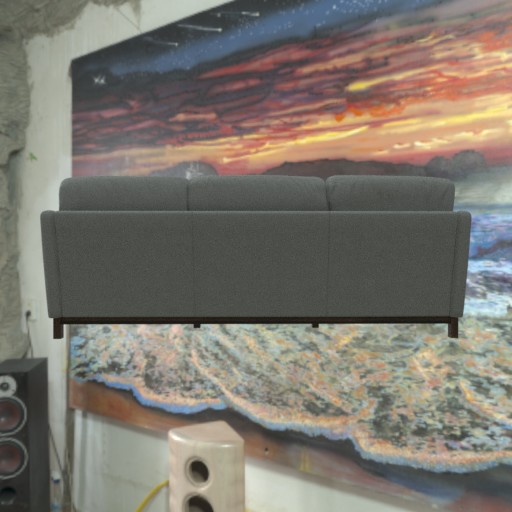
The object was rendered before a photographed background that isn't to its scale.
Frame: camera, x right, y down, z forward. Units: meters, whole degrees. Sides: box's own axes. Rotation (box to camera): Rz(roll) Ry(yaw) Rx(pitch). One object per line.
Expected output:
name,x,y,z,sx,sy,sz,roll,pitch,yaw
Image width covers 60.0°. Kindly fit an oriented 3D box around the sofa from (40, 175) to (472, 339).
sofa,0.000,0.000,2.859,2.344,0.926,0.987,0,0,-1
